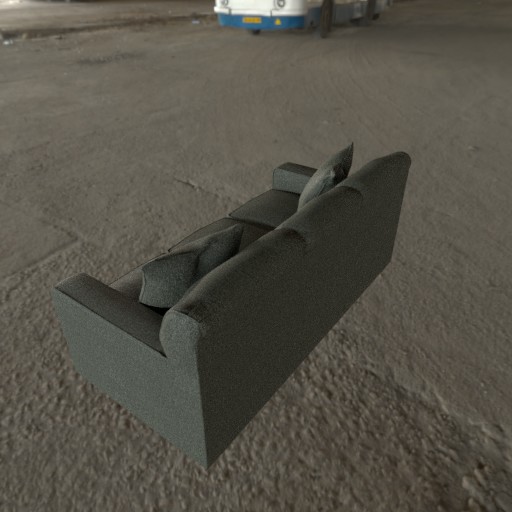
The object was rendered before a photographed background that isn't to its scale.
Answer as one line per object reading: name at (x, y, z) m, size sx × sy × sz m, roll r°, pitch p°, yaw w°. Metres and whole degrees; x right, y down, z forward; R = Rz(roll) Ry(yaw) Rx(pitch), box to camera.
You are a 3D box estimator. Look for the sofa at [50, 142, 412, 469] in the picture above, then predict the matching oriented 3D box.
sofa at (0.000, 0.000, 2.580) m, size 0.997 × 0.958 × 2.024 m, roll 22°, pitch 39°, yaw 30°
